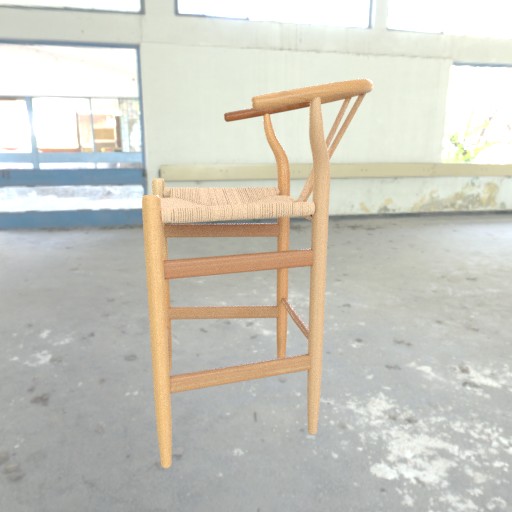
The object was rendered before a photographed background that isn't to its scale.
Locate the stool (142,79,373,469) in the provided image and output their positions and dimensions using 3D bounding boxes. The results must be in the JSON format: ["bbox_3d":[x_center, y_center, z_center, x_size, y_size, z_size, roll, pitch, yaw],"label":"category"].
[{"bbox_3d":[0.000,0.000,1.255,0.575,0.923,0.536,-3,14,-10],"label":"stool"}]
